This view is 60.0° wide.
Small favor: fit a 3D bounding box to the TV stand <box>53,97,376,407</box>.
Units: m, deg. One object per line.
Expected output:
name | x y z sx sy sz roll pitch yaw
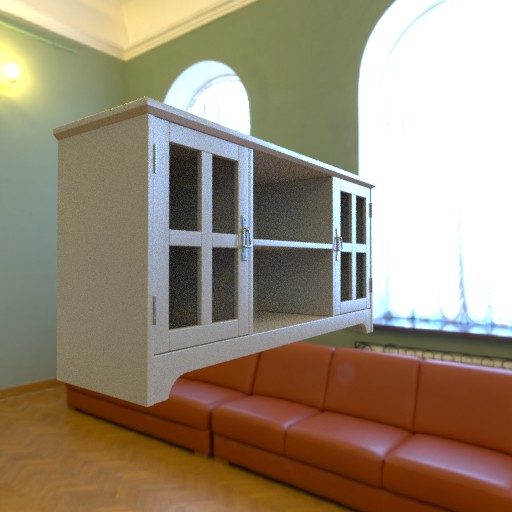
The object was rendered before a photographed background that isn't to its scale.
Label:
TV stand | 0.000 0.000 1.423 0.344 0.603 1.167 0 -1 37
